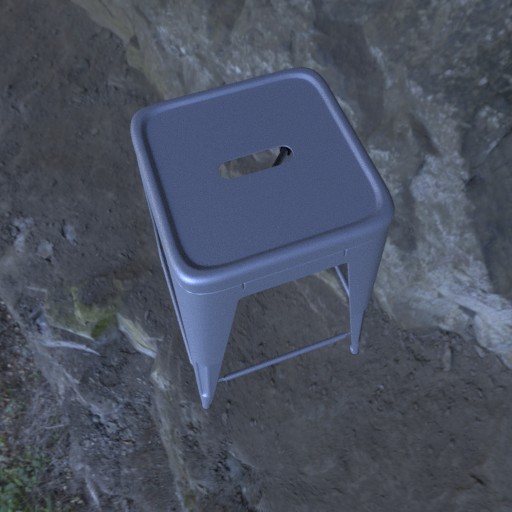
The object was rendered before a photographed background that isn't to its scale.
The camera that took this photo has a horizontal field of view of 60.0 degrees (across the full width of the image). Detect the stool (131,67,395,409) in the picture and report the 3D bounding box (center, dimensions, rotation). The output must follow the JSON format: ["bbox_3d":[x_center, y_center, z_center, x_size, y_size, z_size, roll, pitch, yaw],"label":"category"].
[{"bbox_3d":[0.000,0.000,0.881,0.406,0.610,0.406,-18,66,-8],"label":"stool"}]
